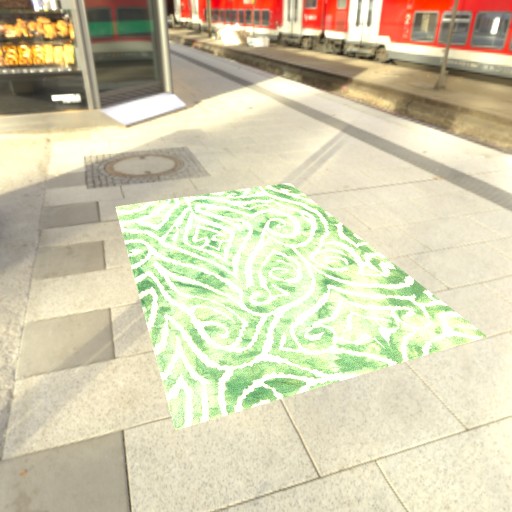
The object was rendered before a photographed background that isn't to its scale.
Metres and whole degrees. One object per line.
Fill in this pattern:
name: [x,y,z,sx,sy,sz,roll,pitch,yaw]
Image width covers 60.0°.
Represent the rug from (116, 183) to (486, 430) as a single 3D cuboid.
rug: [0.000,0.000,2.273,1.220,0.006,1.826,-11,31,-18]
